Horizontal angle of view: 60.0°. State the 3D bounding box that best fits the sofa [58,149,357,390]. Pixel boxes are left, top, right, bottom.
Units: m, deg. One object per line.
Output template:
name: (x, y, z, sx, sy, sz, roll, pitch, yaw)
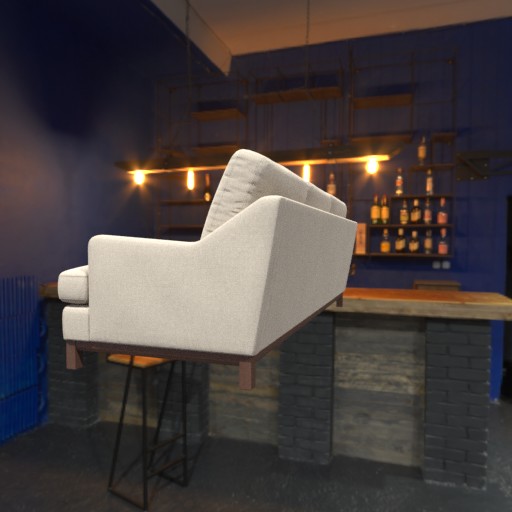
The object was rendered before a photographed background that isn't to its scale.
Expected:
sofa: (0.000, 0.000, 2.801, 1.000, 0.913, 2.321, 1, 2, 19)
